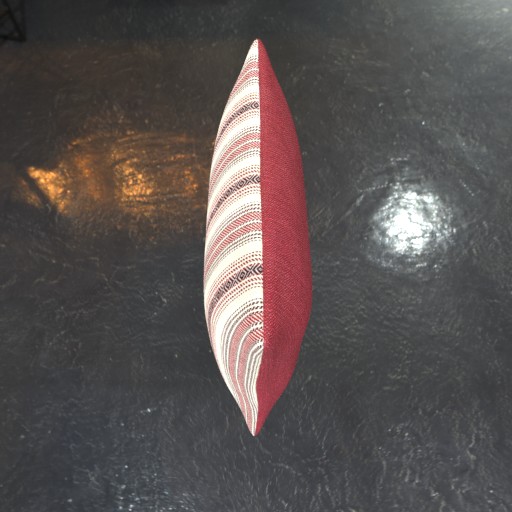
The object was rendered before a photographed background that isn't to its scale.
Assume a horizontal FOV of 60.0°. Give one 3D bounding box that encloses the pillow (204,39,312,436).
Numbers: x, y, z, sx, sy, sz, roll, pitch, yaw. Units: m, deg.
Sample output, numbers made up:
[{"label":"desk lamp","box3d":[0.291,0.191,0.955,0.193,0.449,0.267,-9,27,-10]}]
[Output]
[{"label":"pillow","box3d":[0.000,0.000,0.774,0.166,0.497,0.513,0,58,0]}]
